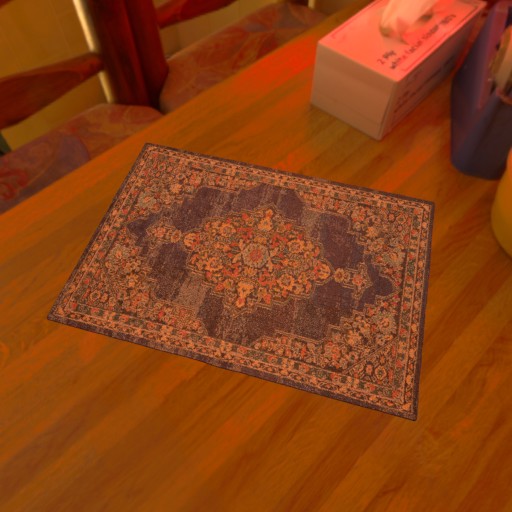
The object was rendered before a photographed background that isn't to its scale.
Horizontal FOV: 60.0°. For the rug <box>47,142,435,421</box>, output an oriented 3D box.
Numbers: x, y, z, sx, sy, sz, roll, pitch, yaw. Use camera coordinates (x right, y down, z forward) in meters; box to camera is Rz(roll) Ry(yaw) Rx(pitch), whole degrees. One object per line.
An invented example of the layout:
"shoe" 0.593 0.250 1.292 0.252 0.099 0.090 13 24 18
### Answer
"rug" 0.000 0.000 3.861 2.940 0.011 2.053 13 59 8
